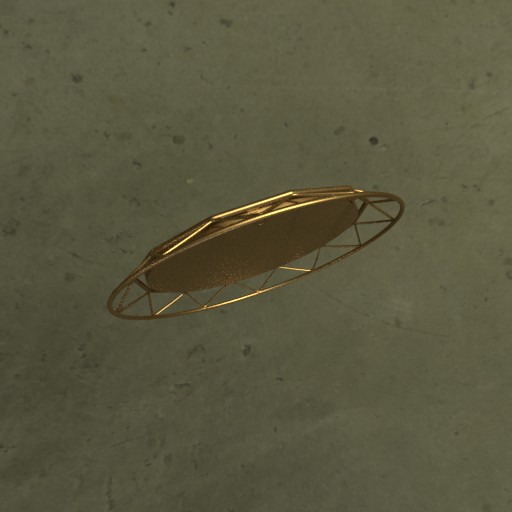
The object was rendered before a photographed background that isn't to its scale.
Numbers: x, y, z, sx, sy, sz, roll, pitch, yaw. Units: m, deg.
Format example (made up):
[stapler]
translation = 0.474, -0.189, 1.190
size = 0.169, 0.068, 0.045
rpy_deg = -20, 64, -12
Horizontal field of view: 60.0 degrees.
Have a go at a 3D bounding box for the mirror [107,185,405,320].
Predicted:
[mirror]
translation = 0.000, 0.000, 0.680
size = 0.454, 0.454, 0.043
rpy_deg = -18, 76, -5
